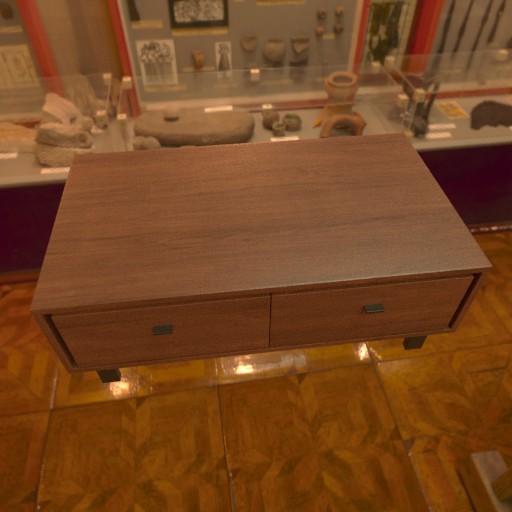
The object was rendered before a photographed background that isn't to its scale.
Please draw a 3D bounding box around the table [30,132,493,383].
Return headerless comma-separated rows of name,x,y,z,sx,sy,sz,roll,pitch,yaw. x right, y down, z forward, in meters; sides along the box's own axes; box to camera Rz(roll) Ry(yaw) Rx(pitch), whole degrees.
table,0.000,0.000,1.295,1.020,0.380,0.600,-5,47,-5
